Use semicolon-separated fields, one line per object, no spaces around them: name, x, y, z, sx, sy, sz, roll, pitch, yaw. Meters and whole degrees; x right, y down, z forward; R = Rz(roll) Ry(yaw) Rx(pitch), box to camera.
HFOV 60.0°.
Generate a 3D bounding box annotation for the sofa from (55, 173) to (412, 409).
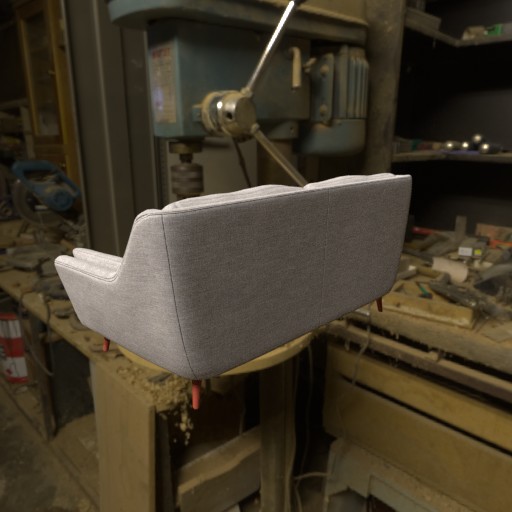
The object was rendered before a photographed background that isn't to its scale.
sofa;0.000;0.000;2.524;1.930;0.897;0.976;-15;22;-42
